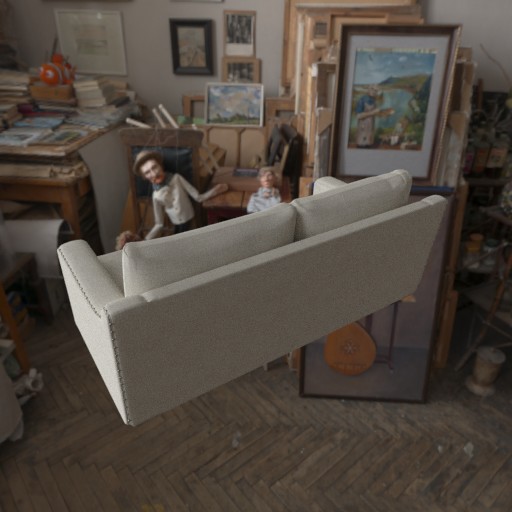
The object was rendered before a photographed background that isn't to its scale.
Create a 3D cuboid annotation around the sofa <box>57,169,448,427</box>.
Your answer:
[{"bbox_3d":[0.000,0.000,2.772,2.107,0.983,1.104,-18,35,-28],"label":"sofa"}]
